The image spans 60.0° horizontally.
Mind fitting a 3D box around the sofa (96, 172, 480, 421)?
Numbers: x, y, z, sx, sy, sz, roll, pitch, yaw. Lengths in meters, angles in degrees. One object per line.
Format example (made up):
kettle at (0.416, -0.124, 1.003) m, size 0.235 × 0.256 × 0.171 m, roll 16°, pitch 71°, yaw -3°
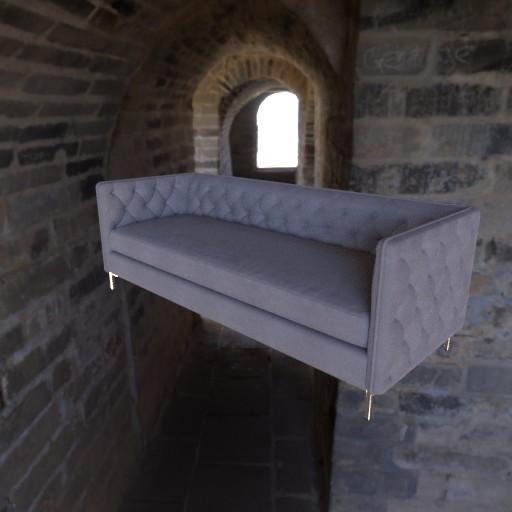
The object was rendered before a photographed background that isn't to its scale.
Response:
sofa at (0.000, 0.000, 2.645) m, size 2.209 × 0.771 × 0.895 m, roll 16°, pitch 23°, yaw 42°
